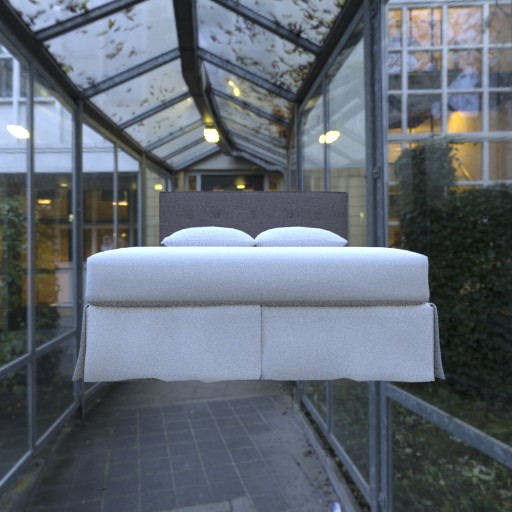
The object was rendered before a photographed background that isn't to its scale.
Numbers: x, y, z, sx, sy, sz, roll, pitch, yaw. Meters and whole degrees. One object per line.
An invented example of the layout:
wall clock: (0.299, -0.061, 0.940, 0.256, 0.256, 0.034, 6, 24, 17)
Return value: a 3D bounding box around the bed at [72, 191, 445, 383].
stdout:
bed: (0.000, 0.000, 2.820, 1.610, 1.089, 1.894, 0, 0, -1)
